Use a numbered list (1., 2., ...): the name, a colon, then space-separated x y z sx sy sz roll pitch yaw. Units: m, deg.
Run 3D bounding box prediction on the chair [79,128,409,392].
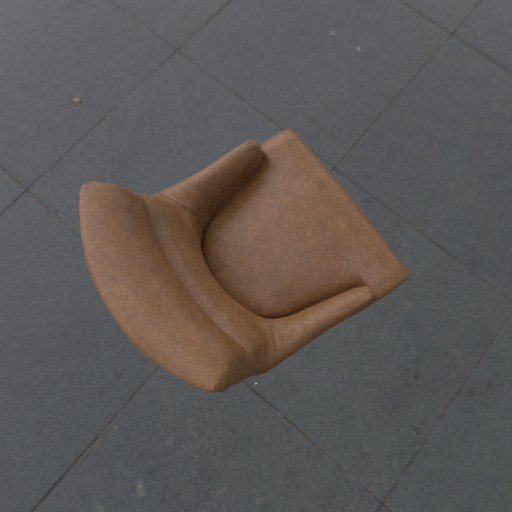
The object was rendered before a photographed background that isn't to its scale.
1. chair: 0.000 0.000 1.530 0.874 0.869 0.729 -34 77 -9
